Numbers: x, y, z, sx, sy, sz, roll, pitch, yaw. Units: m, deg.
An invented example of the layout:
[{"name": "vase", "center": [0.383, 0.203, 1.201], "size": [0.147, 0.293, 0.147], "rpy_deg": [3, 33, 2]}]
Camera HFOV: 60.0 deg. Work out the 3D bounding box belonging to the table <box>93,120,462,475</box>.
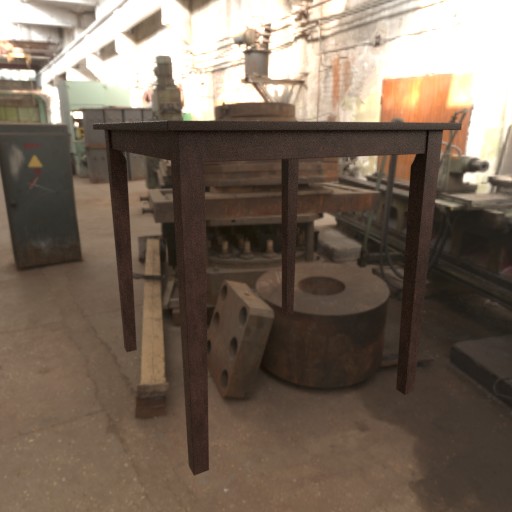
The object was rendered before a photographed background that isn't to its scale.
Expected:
[{"name": "table", "center": [0.000, 0.000, 1.342], "size": [0.749, 0.770, 0.749], "rpy_deg": [-9, 18, -27]}]
